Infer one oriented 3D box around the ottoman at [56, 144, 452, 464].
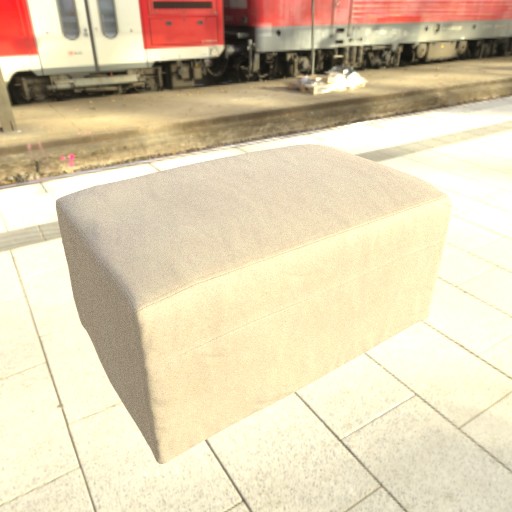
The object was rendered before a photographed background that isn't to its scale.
[{"bbox_3d":[0.000,0.000,1.187,0.872,0.444,0.590,-19,35,-29],"label":"ottoman"}]
